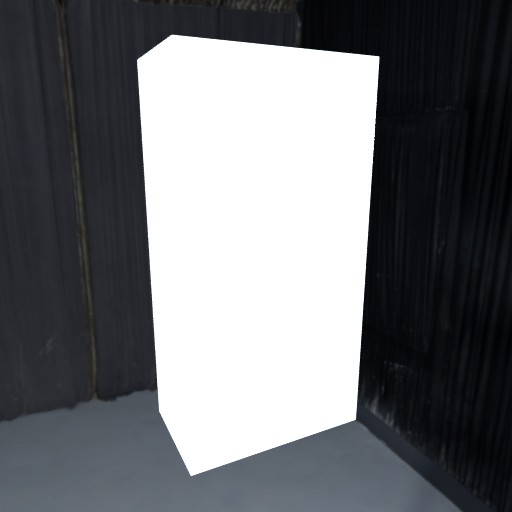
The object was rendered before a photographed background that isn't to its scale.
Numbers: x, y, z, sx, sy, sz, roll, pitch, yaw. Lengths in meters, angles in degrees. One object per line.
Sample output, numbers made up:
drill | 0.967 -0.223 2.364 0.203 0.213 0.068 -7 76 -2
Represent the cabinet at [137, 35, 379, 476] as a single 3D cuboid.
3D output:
cabinet | 0.000 0.000 2.325 0.980 1.920 0.580 -7 16 -26
